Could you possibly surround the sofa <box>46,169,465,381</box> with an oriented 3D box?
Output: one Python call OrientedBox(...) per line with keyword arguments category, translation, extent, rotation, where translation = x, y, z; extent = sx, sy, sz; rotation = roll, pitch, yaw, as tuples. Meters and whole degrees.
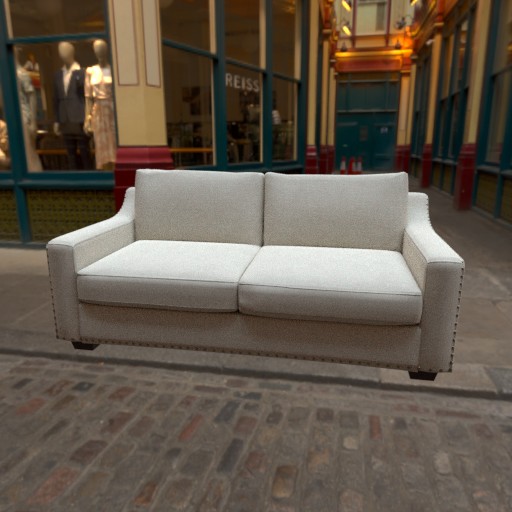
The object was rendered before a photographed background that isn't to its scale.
OrientedBox(category="sofa", translation=(0.000, 0.000, 2.693), extent=(2.107, 0.983, 1.104), rotation=(3, 15, 10))
